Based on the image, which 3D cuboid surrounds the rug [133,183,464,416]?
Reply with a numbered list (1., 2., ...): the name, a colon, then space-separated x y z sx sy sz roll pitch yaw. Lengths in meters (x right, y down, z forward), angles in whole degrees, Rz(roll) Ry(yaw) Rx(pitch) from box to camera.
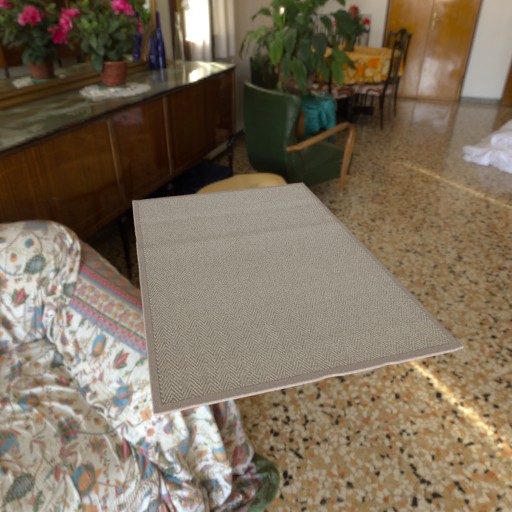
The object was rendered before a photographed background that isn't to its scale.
1. rug: 0.000 0.000 2.992 1.540 0.021 2.290 -8 32 -13
